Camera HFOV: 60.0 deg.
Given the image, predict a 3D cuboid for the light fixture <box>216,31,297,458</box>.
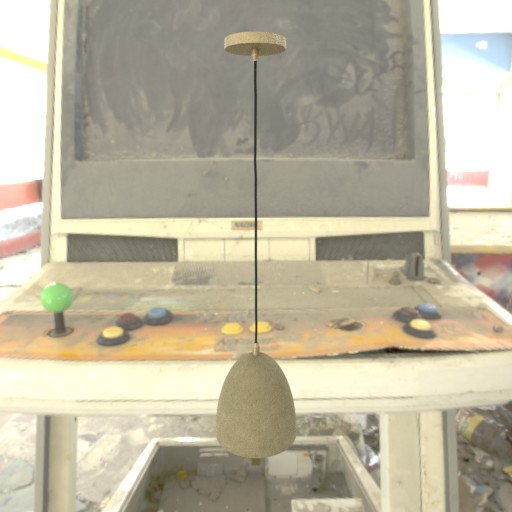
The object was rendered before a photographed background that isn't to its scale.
[{"bbox_3d":[0.000,0.000,0.845,0.170,0.759,0.170,6,15,25],"label":"light fixture"}]
